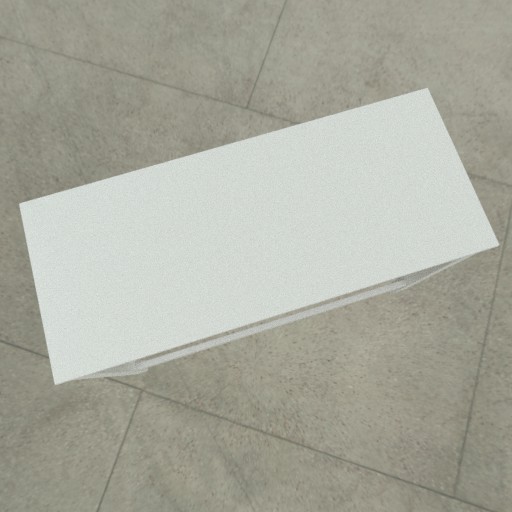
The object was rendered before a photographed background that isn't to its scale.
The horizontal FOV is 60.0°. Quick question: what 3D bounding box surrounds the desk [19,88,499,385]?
[{"bbox_3d":[0.000,0.000,1.554,1.191,0.762,0.504,-17,77,-4],"label":"desk"}]
